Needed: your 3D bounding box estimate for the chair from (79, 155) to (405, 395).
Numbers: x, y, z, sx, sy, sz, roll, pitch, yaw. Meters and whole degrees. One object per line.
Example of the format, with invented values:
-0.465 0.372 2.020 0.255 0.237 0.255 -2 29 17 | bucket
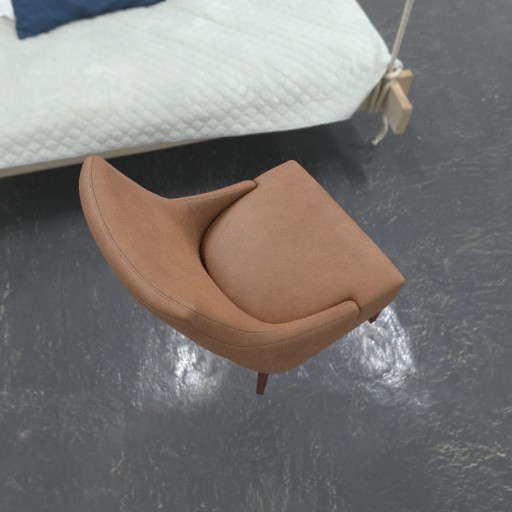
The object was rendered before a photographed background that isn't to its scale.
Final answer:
0.000 0.000 1.513 0.861 0.909 0.701 -29 64 -16 | chair
